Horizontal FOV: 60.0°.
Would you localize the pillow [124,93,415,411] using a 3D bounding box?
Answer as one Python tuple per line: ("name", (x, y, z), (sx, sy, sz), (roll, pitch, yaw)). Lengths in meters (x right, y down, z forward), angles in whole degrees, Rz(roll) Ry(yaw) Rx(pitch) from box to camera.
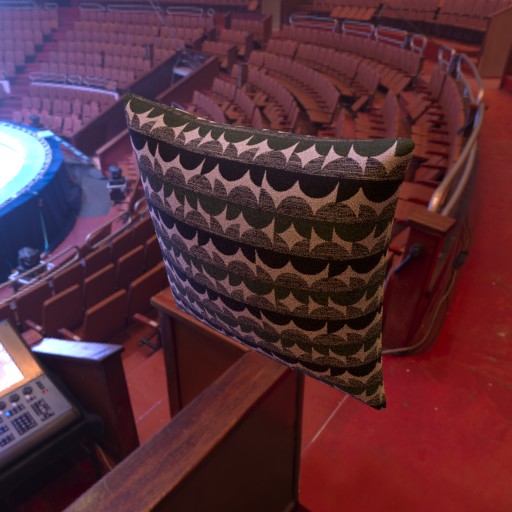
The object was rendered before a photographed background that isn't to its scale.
("pillow", (0.000, 0.000, 0.627), (0.419, 0.404, 0.180), (20, 35, 32))
